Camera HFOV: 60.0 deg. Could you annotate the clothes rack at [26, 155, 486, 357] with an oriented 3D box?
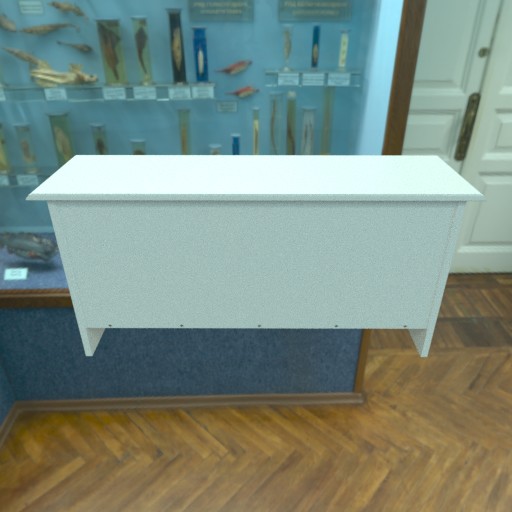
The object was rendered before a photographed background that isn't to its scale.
[{"bbox_3d":[0.000,0.000,1.343,1.120,0.531,0.324,0,30,0],"label":"clothes rack"}]
